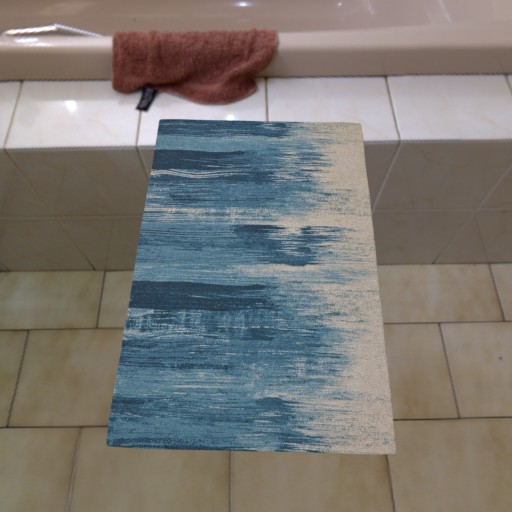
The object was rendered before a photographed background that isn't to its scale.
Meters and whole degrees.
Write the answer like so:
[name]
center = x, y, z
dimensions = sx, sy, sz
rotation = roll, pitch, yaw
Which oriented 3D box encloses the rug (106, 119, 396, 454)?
[rug]
center = 0.000, 0.000, 2.269
dimensions = 1.232, 0.009, 1.836
rotation = 1, 63, 1
